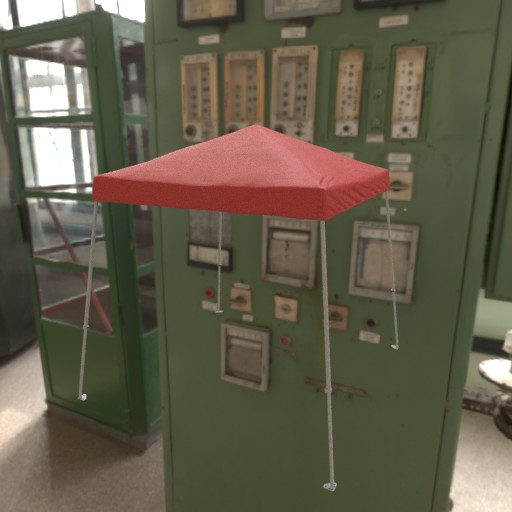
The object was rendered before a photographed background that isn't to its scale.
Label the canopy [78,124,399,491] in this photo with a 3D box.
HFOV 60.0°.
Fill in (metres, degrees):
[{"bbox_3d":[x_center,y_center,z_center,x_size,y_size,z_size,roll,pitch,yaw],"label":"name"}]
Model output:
[{"bbox_3d":[0.000,0.000,6.321,3.599,3.600,3.600,7,16,26],"label":"canopy"}]
